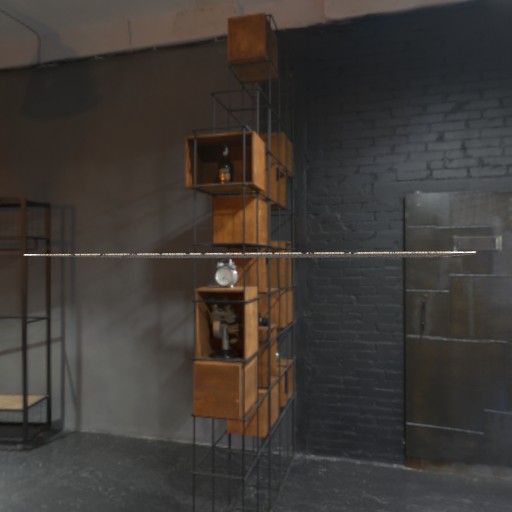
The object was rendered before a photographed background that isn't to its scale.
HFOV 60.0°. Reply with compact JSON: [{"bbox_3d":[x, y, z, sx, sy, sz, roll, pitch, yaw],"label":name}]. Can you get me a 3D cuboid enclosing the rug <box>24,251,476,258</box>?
[{"bbox_3d":[0.000,0.000,2.434,2.006,0.008,1.196,0,-1,17],"label":"rug"}]
